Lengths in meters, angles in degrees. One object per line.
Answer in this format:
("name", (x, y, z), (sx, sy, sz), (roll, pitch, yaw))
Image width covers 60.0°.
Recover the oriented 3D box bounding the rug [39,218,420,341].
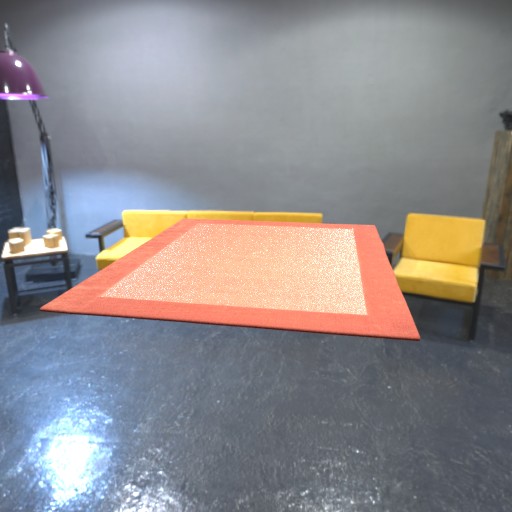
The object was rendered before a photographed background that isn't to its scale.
("rug", (0.000, 0.000, 4.132), (2.430, 0.018, 2.976), (3, 17, 9))
